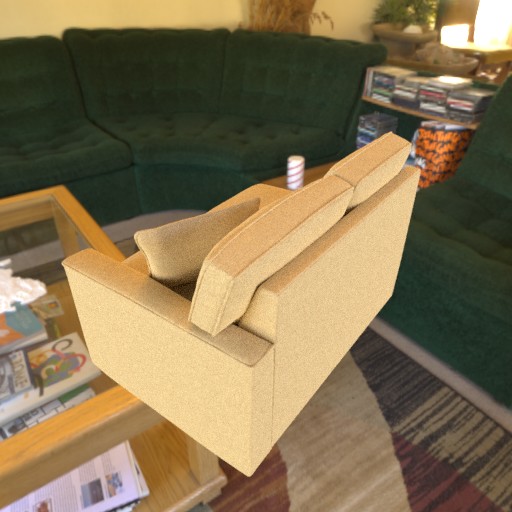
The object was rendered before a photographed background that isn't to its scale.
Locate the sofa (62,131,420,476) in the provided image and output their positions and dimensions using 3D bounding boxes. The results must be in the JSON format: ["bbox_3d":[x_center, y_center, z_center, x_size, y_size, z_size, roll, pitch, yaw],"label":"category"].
[{"bbox_3d":[0.000,0.000,2.099,0.991,0.989,1.388,22,39,30],"label":"sofa"}]
